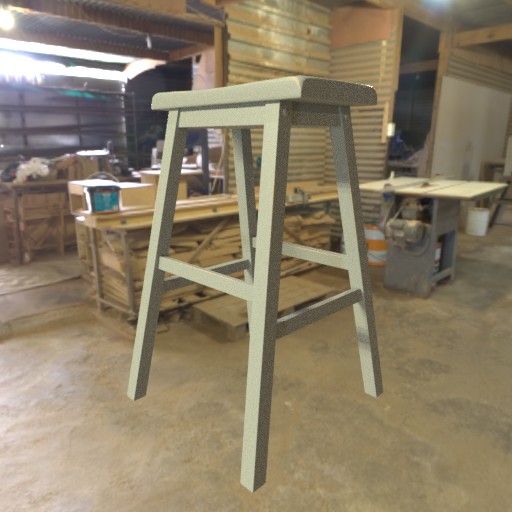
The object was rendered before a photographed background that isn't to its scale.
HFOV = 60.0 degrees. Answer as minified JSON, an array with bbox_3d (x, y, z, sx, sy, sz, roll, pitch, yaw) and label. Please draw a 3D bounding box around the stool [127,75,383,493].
[{"bbox_3d":[0.000,0.000,1.046,0.457,0.737,0.476,14,20,43],"label":"stool"}]
